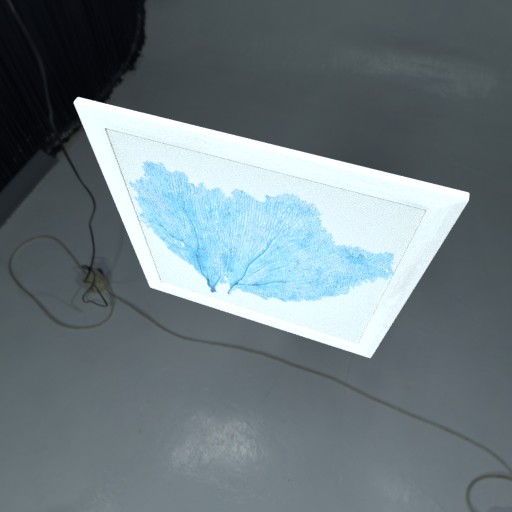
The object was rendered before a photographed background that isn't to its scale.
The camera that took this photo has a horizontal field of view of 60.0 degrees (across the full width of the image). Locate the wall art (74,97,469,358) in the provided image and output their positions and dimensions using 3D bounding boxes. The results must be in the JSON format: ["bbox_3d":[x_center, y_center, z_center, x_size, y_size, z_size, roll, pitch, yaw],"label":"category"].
[{"bbox_3d":[0.000,0.000,0.869,0.584,0.584,0.013,16,59,10],"label":"wall art"}]
